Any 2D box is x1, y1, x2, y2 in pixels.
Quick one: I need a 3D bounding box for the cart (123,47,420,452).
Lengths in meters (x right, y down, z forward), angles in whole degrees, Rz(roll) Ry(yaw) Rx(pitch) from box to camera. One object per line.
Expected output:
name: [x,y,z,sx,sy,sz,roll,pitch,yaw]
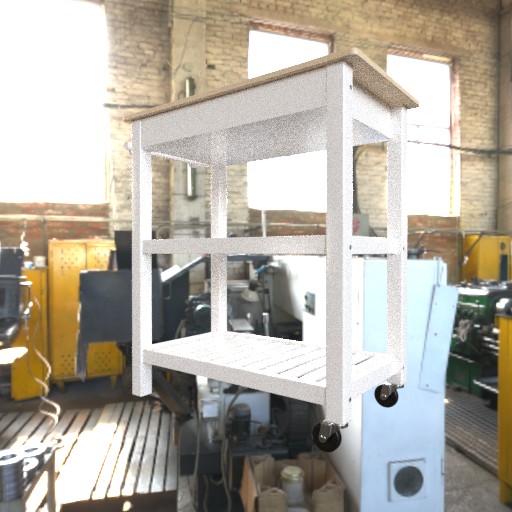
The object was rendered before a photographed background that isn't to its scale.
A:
cart: [0.000,0.000,1.428,0.899,0.927,0.457,0,1,37]
